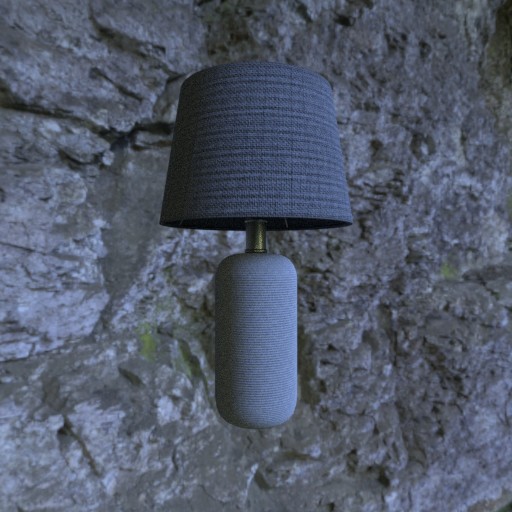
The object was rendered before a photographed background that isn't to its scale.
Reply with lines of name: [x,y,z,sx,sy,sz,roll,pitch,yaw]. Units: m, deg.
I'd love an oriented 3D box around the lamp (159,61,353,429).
lamp: [0.000,0.000,0.588,0.251,0.429,0.251,0,0,0]
